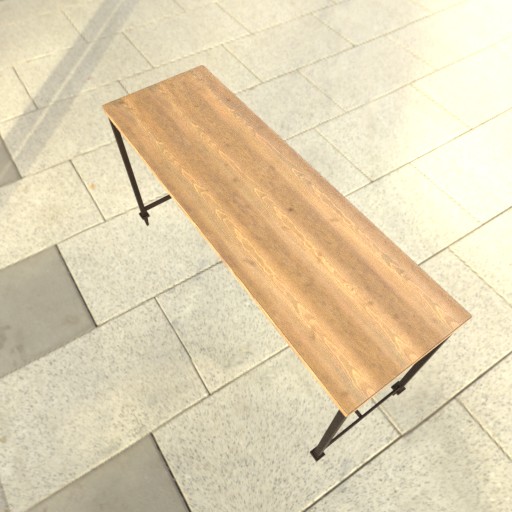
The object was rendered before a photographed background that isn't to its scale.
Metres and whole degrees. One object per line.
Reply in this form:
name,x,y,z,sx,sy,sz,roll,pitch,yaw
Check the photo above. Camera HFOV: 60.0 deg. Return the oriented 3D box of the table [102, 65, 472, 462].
table,0.000,0.000,2.125,0.551,0.902,1.700,-31,62,-19
